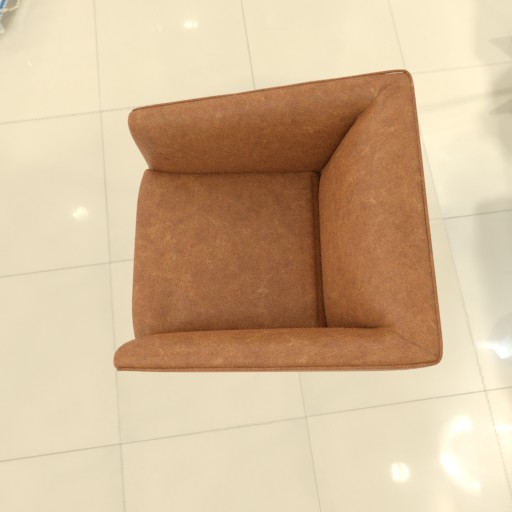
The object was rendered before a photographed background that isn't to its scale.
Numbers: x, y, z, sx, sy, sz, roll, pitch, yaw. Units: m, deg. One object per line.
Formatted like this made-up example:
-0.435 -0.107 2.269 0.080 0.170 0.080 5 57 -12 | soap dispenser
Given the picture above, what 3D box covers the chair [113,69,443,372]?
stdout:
0.000 0.000 1.173 0.625 0.760 0.588 -1 76 0 | chair
